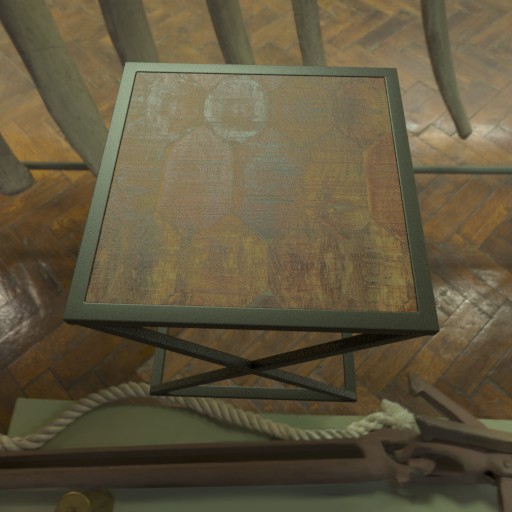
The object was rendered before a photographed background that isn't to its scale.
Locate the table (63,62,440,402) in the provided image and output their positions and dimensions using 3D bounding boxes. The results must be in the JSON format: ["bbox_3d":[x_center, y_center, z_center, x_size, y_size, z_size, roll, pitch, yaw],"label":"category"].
[{"bbox_3d":[0.000,0.000,0.950,0.500,0.565,0.500,2,63,1],"label":"table"}]
